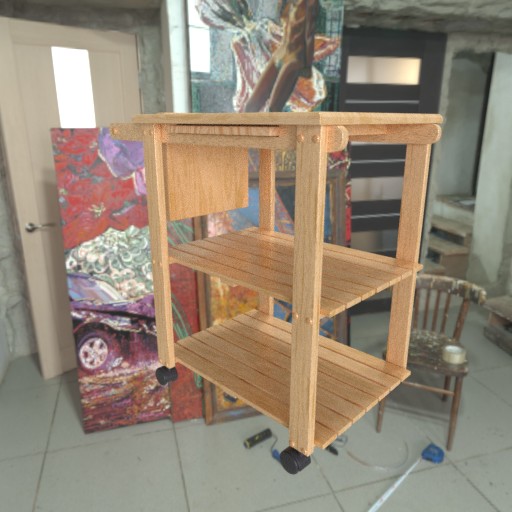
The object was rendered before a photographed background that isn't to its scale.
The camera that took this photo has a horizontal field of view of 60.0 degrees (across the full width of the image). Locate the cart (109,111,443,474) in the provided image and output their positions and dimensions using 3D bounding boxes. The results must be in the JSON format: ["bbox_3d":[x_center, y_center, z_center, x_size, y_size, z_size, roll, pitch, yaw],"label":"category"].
[{"bbox_3d":[0.000,0.000,1.324,0.843,0.816,0.520,16,23,42],"label":"cart"}]
